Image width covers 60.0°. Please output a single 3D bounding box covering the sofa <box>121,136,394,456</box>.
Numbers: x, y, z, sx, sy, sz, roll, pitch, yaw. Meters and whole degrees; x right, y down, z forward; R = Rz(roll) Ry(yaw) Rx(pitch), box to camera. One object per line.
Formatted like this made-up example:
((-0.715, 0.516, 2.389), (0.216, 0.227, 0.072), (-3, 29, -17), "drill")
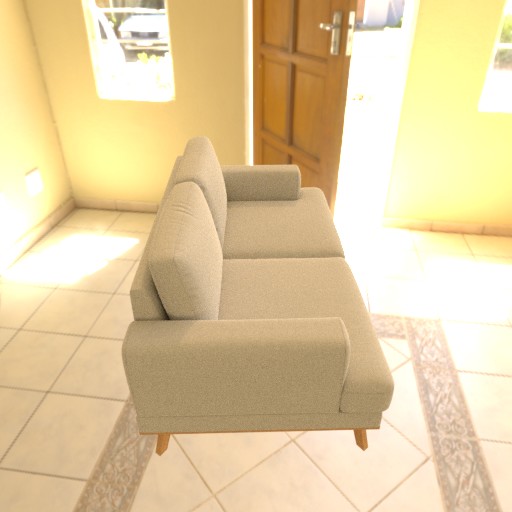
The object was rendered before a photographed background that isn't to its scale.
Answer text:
((0.000, 0.000, 2.151), (0.915, 0.810, 1.651), (-1, 32, -1), "sofa")
